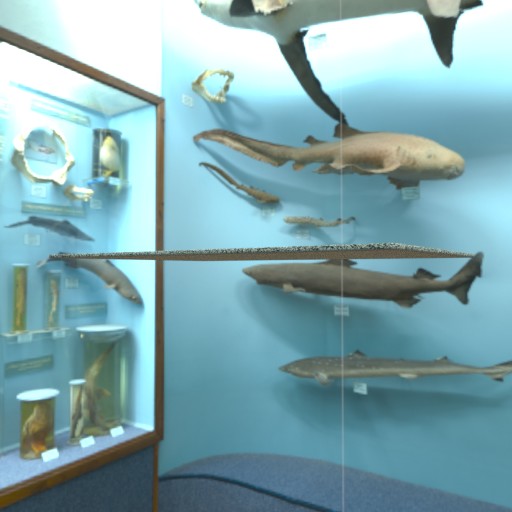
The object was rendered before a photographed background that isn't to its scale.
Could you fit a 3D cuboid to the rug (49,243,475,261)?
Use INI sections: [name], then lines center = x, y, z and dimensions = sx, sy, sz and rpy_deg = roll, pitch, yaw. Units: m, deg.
[rug]
center = 0.000, 0.000, 3.383
dimensions = 2.743, 0.030, 1.778
rpy_deg = -1, -2, 36
